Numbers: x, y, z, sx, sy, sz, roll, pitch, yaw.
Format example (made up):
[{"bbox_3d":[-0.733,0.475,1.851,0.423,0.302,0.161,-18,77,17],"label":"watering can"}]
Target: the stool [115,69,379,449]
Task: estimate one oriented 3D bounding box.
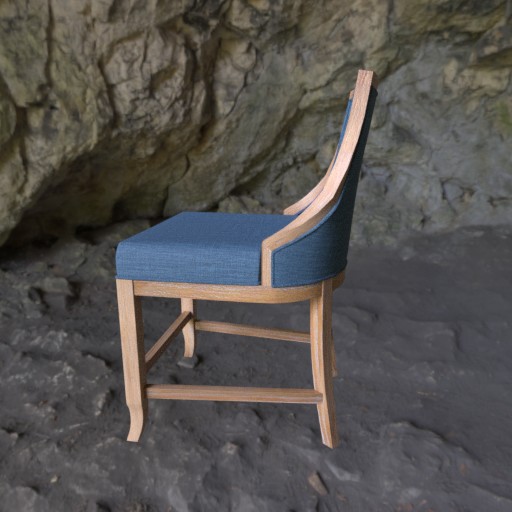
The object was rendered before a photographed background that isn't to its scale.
[{"bbox_3d":[0.000,0.000,1.288,0.626,0.938,0.524,2,15,9],"label":"stool"}]
